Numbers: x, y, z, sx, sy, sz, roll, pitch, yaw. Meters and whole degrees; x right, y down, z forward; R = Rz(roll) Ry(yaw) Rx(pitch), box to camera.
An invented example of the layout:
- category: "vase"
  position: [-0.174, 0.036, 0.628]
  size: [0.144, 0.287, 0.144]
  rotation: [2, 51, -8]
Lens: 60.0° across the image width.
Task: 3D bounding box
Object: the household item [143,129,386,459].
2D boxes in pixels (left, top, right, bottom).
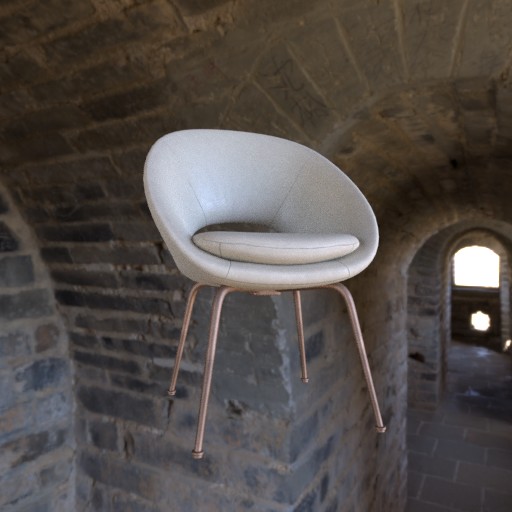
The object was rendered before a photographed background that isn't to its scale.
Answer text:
- category: "household item"
  position: [0.000, 0.000, 1.260]
  size: [0.623, 0.852, 0.573]
  rotation: [0, 0, -18]
